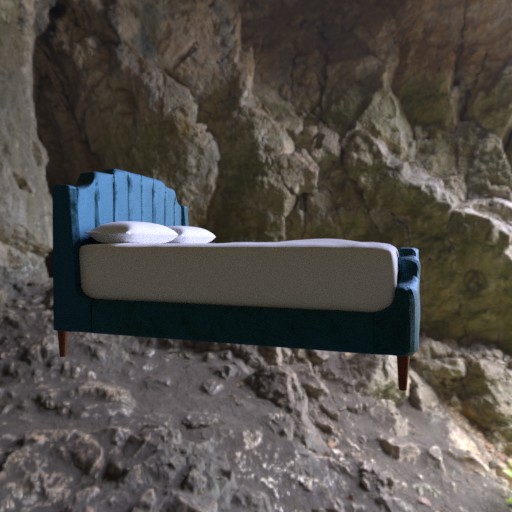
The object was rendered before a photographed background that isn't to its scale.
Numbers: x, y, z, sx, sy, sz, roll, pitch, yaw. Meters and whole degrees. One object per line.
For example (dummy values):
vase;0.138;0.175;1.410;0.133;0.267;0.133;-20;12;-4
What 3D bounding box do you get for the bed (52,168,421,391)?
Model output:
bed;0.000;0.000;3.377;2.322;1.338;1.678;0;1;18
